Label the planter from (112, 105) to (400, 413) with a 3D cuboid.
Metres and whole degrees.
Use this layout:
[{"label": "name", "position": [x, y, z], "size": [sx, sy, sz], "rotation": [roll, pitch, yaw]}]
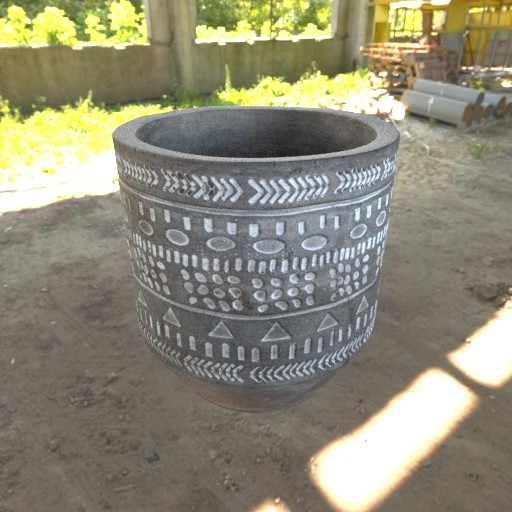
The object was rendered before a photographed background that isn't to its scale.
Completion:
[{"label": "planter", "position": [0.000, 0.000, 0.221], "size": [0.122, 0.128, 0.122], "rotation": [0, 27, 0]}]
